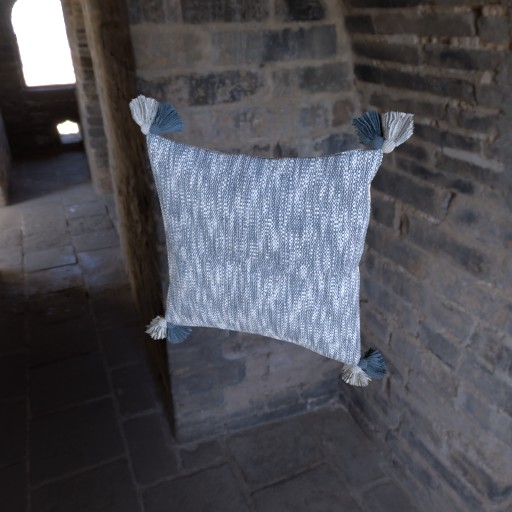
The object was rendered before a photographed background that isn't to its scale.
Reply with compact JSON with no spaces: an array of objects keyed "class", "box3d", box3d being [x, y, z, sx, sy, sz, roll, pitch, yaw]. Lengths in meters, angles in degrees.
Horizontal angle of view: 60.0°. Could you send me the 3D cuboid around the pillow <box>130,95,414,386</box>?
[{"class":"pillow","box3d":[0.000,0.000,0.952,0.614,0.634,0.138,9,29,16]}]
